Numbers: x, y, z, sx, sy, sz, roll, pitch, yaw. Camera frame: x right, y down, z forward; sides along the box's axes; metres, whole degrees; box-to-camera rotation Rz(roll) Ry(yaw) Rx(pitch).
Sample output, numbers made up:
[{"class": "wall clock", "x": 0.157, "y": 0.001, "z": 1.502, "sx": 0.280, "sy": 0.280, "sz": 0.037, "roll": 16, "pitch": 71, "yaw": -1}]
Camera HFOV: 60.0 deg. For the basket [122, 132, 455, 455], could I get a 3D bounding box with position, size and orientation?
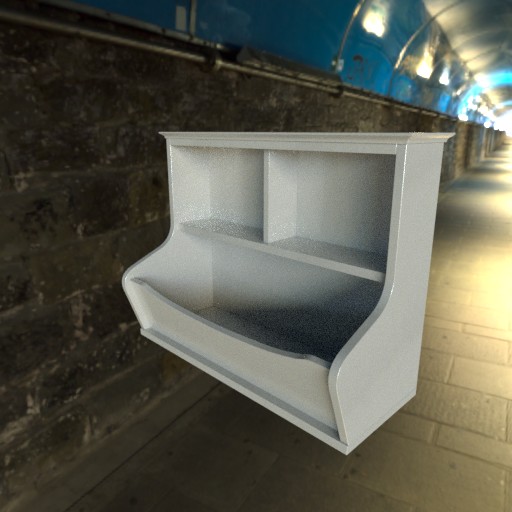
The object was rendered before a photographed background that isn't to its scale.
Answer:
[{"class": "basket", "x": 0.000, "y": 0.000, "z": 1.117, "sx": 0.780, "sy": 0.600, "sz": 0.350, "roll": 15, "pitch": 22, "yaw": 43}]
